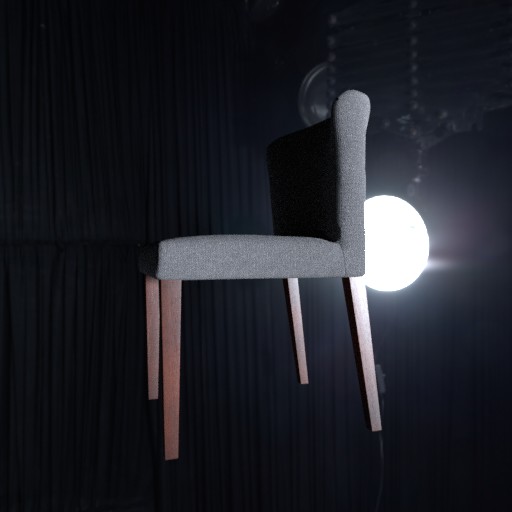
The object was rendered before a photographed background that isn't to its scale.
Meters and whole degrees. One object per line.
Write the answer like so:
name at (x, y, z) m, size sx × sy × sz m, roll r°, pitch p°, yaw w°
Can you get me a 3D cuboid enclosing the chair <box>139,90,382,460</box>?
chair at (0.000, 0.000, 1.198) m, size 0.589 × 0.839 × 0.491 m, roll 0°, pitch 0°, yaw -18°
